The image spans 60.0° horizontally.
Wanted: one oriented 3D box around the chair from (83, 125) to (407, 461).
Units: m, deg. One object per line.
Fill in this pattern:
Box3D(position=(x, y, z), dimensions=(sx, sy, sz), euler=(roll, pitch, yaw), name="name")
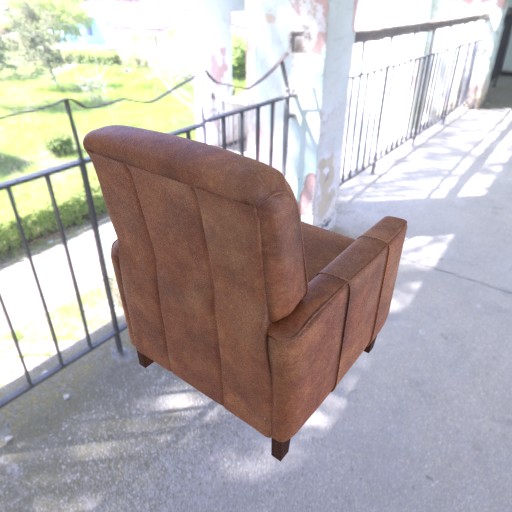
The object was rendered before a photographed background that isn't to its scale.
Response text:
Box3D(position=(0.000, 0.000, 1.650), dimensions=(0.843, 1.043, 0.836), euler=(22, 38, 32), name="chair")
